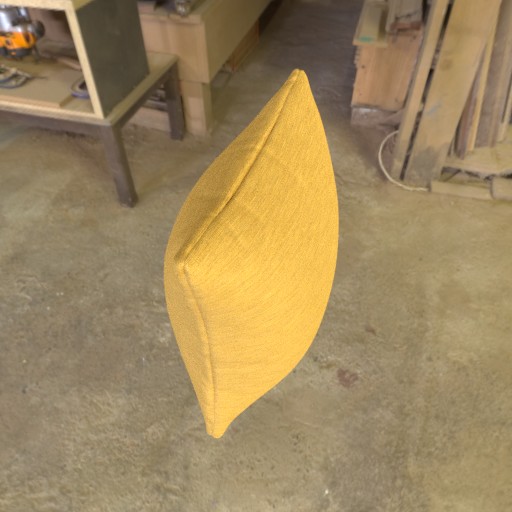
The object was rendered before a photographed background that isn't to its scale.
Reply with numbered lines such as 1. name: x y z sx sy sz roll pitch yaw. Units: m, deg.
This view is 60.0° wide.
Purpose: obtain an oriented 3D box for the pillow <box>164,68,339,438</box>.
1. pillow: 0.000 0.000 0.694 0.247 0.417 0.435 14 49 13
